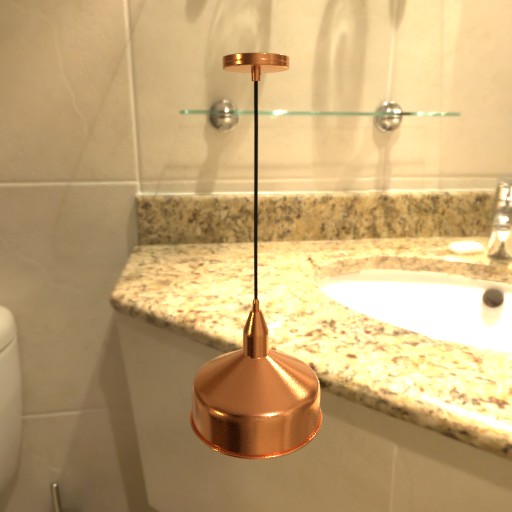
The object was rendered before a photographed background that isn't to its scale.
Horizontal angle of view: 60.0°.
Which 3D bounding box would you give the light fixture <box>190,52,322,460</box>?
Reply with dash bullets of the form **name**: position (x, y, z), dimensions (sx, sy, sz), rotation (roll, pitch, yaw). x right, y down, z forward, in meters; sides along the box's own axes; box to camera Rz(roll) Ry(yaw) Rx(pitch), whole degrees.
- **light fixture**: position (0.000, 0.000, 0.915), dimensions (0.301, 0.754, 0.301), rotation (15, 22, 42)
